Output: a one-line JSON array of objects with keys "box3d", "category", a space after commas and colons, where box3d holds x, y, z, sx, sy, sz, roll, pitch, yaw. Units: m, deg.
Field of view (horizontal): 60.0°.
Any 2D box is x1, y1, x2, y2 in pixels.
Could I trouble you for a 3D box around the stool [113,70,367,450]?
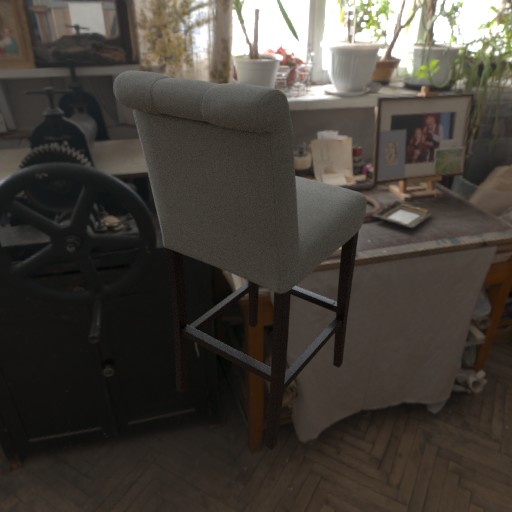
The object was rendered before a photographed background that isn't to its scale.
[{"box3d": [0.000, 0.000, 1.437, 0.493, 1.140, 0.601, 20, 36, 31], "category": "stool"}]
